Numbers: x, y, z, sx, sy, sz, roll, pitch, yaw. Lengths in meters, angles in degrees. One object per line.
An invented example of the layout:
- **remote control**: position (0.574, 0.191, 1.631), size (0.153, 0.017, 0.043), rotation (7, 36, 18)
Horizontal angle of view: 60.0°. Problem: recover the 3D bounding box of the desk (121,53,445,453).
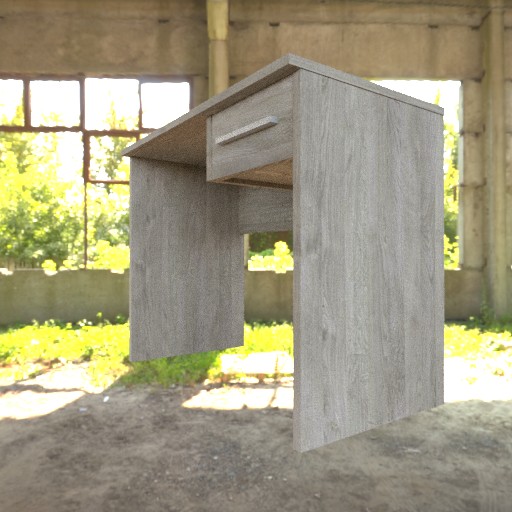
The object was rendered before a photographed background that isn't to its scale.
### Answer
- **desk**: position (0.000, 0.000, 1.299), size (0.498, 0.724, 0.893), rotation (0, 0, -36)
